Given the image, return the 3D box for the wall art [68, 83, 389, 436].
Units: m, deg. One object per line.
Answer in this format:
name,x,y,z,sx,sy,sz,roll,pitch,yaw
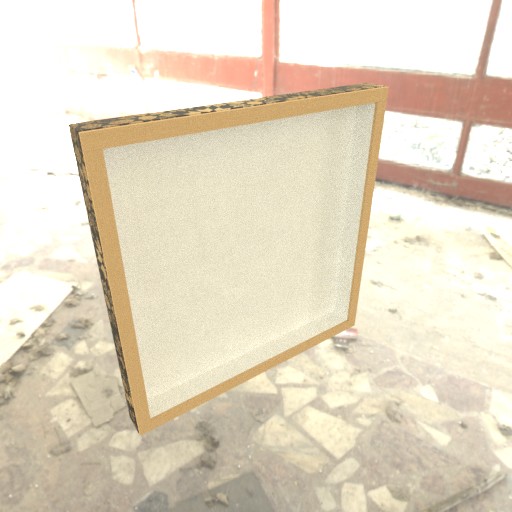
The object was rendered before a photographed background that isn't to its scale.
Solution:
wall art,0.000,0.000,0.605,0.405,0.405,0.038,-19,35,-30
